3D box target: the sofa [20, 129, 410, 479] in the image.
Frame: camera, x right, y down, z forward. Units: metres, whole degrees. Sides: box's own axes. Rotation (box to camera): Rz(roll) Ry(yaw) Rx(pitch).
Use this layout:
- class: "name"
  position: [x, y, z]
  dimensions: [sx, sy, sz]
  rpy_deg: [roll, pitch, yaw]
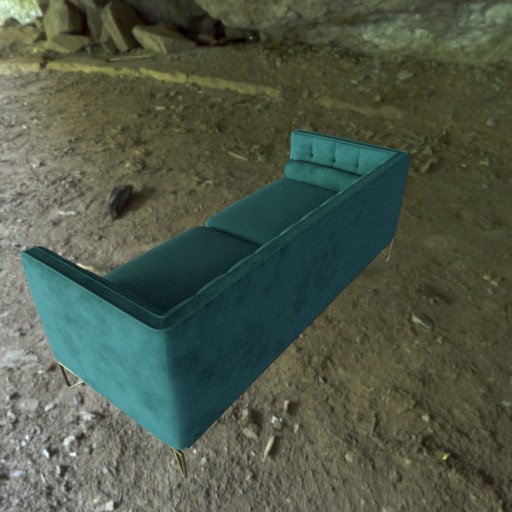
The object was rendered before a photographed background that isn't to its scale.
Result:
- class: "sofa"
  position: [0.000, 0.000, 2.448]
  dimensions: [0.867, 0.789, 2.087]
  rpy_deg: [22, 39, 31]
